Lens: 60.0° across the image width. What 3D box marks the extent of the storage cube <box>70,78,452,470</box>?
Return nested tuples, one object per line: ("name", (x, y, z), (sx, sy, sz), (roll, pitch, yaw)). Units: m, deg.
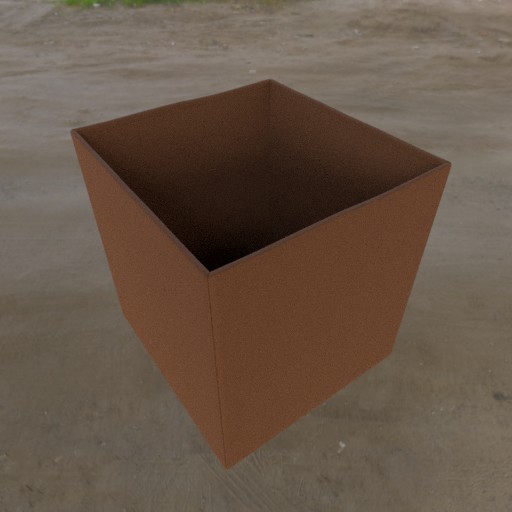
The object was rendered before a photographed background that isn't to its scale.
("storage cube", (0.000, 0.000, 0.508), (0.270, 0.280, 0.270), (-25, 47, -26))
